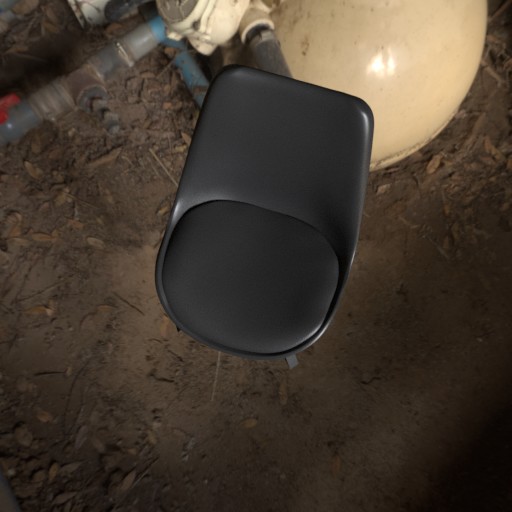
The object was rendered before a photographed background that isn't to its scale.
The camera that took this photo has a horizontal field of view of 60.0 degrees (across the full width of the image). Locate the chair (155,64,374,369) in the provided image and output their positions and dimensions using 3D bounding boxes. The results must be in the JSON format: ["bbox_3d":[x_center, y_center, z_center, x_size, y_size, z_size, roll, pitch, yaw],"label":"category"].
[{"bbox_3d":[0.000,0.000,1.183,0.485,0.850,0.530,17,77,4],"label":"chair"}]
